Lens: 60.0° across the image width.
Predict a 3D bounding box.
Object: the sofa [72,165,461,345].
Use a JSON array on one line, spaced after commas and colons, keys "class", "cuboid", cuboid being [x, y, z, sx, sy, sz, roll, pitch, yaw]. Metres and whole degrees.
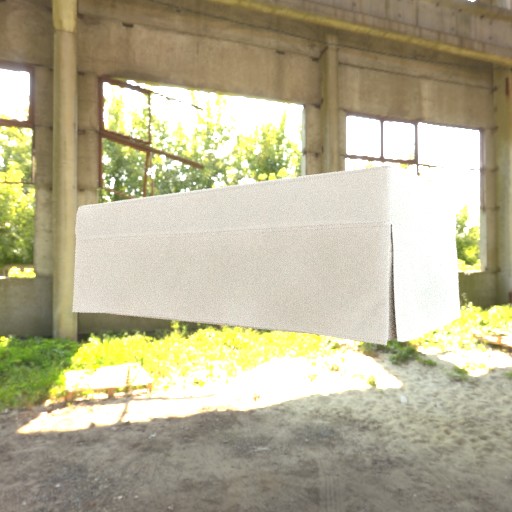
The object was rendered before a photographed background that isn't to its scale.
[{"class": "sofa", "cuboid": [0.000, 0.000, 2.118, 1.677, 0.552, 0.939, -1, -2, 36]}]
